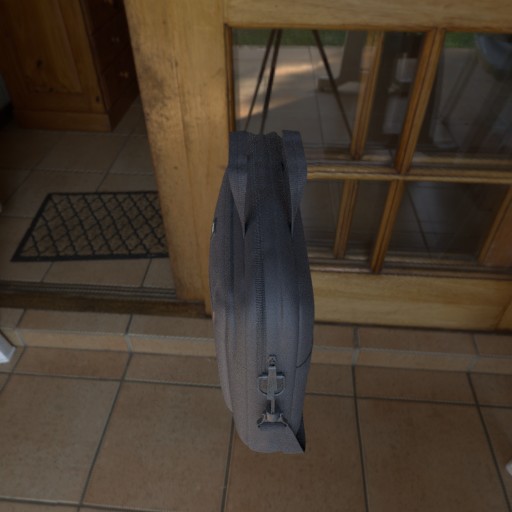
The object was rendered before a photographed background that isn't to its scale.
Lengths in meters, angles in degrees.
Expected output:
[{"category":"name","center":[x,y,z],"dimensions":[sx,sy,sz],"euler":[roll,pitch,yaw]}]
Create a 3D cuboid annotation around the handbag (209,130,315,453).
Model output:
[{"category":"handbag","center":[0.000,0.000,0.430],"dimensions":[0.089,0.244,0.320],"euler":[-1,42,-1]}]
